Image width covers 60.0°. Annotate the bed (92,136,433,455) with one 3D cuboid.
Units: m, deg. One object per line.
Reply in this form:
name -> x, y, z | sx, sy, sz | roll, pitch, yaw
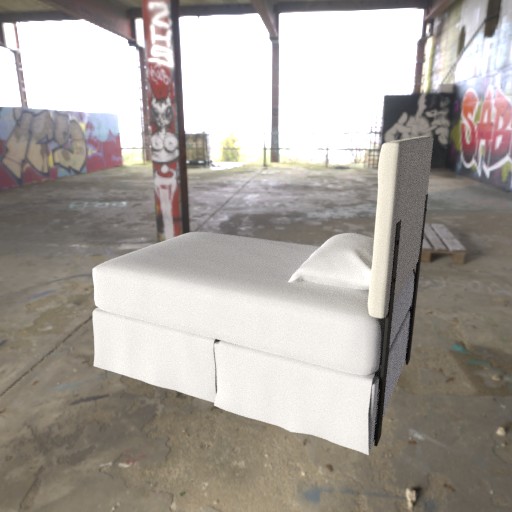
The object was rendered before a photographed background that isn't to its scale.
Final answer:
bed -> 0.000, 0.000, 3.002 | 1.997, 1.571, 1.261 | 8, 18, 26
